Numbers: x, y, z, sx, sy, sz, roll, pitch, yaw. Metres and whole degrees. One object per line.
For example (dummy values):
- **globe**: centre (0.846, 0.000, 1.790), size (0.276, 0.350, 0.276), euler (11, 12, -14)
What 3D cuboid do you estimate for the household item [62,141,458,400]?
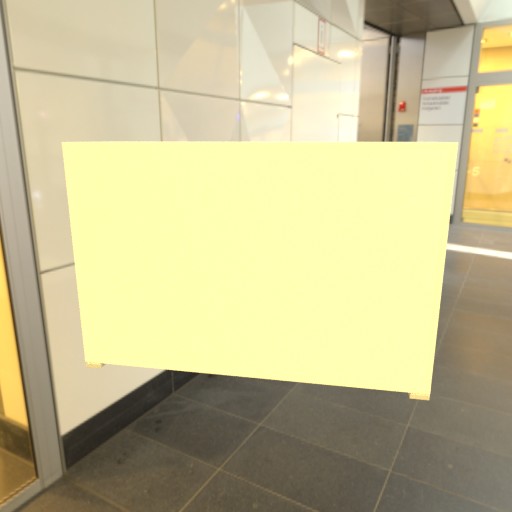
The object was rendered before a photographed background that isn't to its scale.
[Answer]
- **household item**: centre (0.000, 0.000, 1.741), size (1.300, 0.867, 0.420), euler (3, 15, 10)
